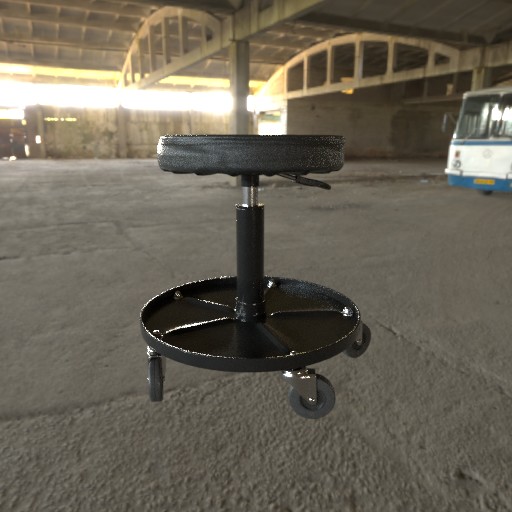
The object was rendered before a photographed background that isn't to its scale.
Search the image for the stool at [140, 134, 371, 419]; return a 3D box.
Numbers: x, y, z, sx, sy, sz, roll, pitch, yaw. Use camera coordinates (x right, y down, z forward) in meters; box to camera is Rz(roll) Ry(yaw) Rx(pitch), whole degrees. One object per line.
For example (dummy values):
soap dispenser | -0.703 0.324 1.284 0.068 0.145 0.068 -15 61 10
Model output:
stool | 0.000 0.000 0.694 0.382 0.365 0.381 -7 16 -25
